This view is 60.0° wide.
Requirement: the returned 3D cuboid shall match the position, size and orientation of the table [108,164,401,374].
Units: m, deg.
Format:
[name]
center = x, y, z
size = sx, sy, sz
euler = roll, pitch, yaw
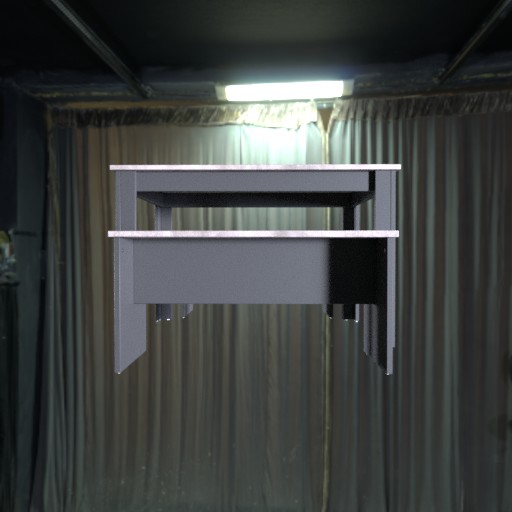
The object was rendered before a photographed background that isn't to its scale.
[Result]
[table]
center = 0.000, 0.000, 2.038
size = 1.100, 0.700, 1.443
euler = 0, 1, 1
